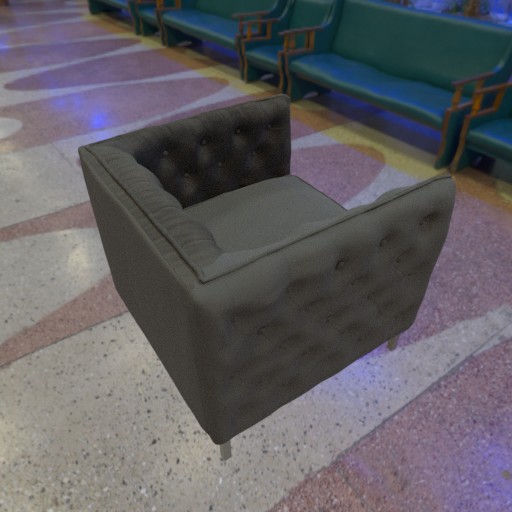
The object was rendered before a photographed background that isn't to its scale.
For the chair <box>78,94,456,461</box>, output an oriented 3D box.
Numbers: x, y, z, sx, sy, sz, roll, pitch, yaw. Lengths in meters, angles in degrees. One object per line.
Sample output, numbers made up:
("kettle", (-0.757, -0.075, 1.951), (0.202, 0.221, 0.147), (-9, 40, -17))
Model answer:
("chair", (0.000, 0.000, 1.644), (0.913, 0.807, 0.946), (-23, 45, -25))
